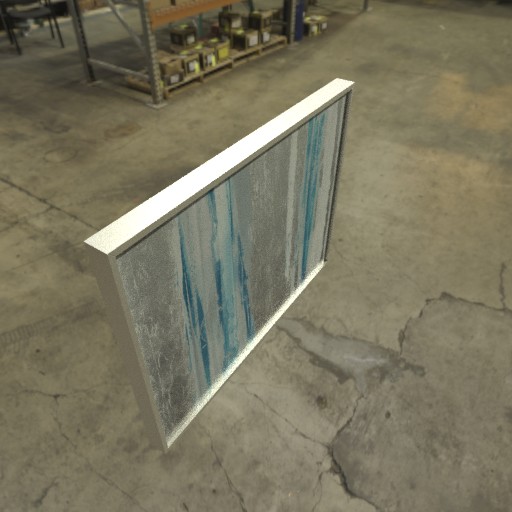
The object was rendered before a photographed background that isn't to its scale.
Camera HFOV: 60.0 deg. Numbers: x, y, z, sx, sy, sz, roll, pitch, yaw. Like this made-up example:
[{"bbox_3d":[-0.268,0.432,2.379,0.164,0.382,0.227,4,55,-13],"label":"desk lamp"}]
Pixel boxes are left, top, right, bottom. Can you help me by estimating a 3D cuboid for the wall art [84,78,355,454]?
[{"bbox_3d":[0.000,0.000,1.418,0.066,0.801,1.056,24,47,25],"label":"wall art"}]
